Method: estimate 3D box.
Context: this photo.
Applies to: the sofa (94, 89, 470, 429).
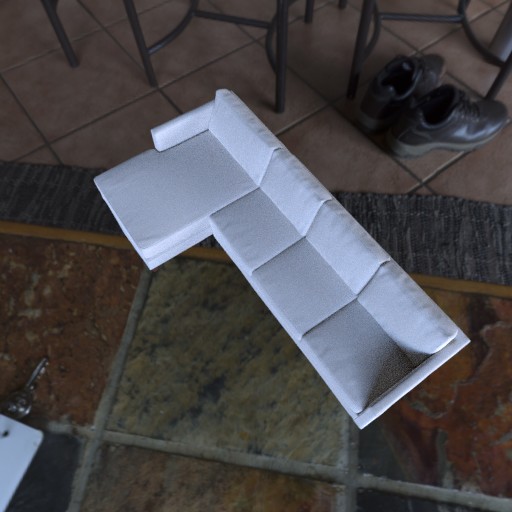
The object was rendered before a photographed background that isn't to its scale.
[{"bbox_3d":[0.000,0.000,3.833,1.625,0.861,3.186,-32,66,-16],"label":"sofa"}]
